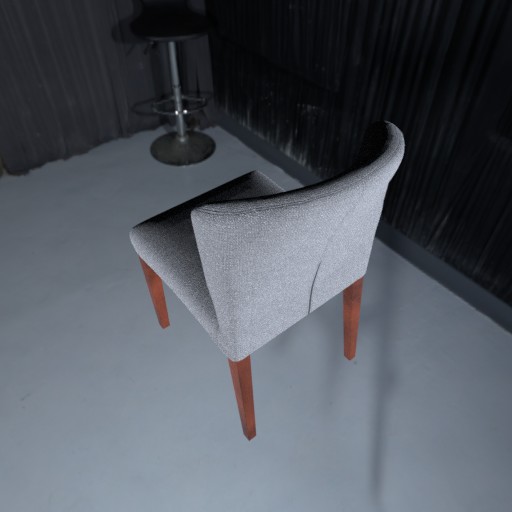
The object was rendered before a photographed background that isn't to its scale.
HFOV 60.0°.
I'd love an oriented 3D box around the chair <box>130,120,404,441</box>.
[{"bbox_3d":[0.000,0.000,1.191,0.491,0.839,0.589,-30,53,-26],"label":"chair"}]
